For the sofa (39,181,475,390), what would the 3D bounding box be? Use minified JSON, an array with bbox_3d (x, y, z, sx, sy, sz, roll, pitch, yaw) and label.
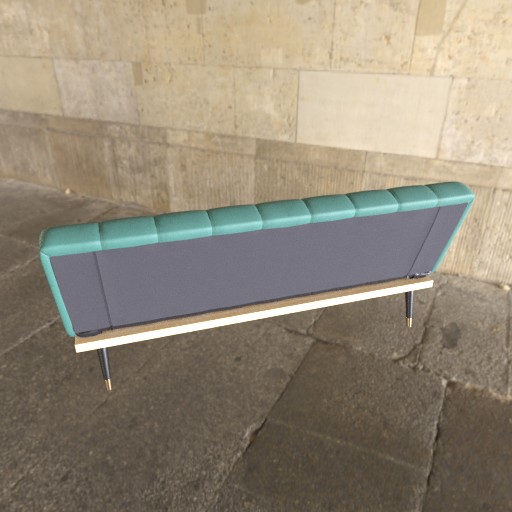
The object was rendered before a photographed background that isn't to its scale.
[{"bbox_3d":[0.000,0.000,2.252,1.810,0.820,0.830,-8,29,-15],"label":"sofa"}]
